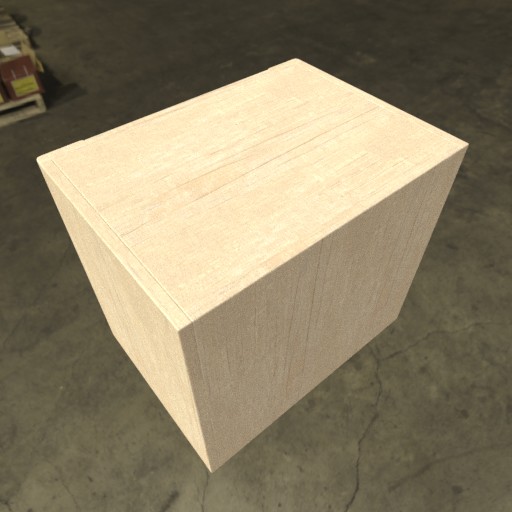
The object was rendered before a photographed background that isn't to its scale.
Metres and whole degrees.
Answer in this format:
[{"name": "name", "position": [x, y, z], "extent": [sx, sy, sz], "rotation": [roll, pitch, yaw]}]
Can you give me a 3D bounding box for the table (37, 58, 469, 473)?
[{"name": "table", "position": [0.000, 0.000, 0.908], "extent": [0.570, 0.510, 0.420], "rotation": [-31, 55, -25]}]
